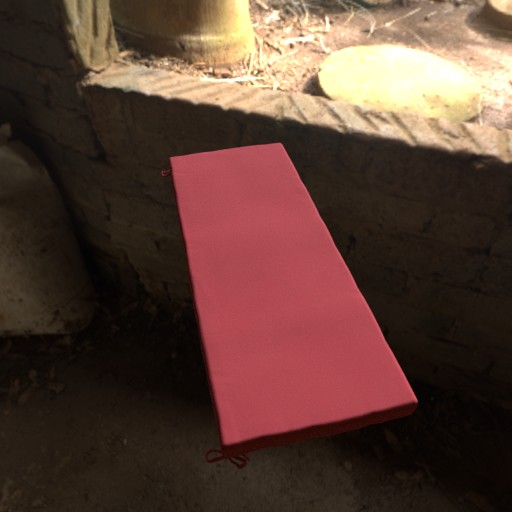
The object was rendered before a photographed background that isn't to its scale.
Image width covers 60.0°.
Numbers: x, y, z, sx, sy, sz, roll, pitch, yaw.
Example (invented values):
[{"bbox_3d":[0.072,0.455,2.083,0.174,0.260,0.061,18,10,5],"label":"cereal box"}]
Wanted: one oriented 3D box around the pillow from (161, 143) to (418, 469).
[{"bbox_3d":[0.000,0.000,1.366,0.492,0.081,1.187,-10,46,-9],"label":"pillow"}]
